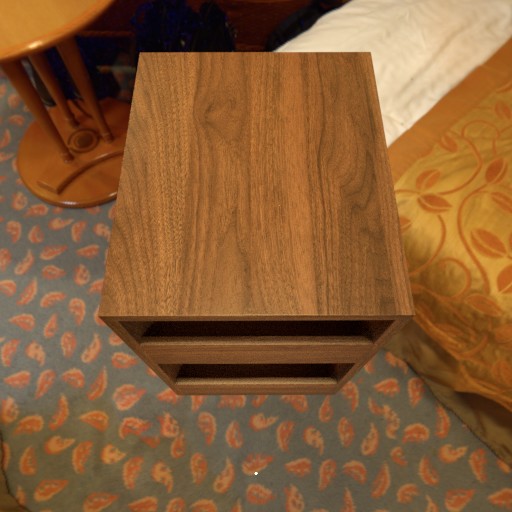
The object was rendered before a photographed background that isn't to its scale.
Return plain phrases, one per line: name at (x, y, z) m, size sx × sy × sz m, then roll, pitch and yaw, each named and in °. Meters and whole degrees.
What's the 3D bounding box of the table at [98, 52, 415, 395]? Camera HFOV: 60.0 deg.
table at (0.000, 0.000, 1.559) m, size 0.660 × 1.041 × 0.786 m, roll 0°, pitch 64°, yaw 0°
